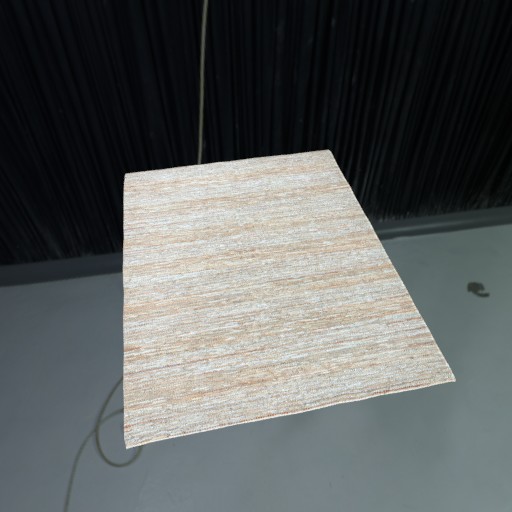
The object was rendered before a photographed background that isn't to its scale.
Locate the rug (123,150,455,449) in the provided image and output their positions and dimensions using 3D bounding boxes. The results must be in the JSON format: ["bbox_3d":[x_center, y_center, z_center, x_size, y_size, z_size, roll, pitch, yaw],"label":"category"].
[{"bbox_3d":[0.000,0.000,3.931,2.313,0.009,2.939,-8,47,-8],"label":"rug"}]
